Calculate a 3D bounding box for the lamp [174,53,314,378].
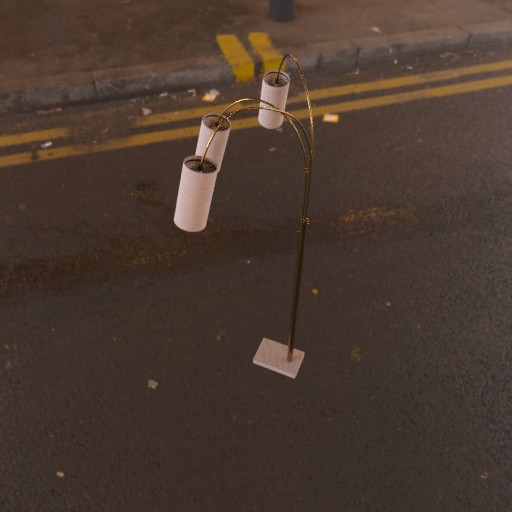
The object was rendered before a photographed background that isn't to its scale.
[{"bbox_3d":[0.000,0.000,2.508,0.667,2.055,1.020,17,49,16],"label":"lamp"}]
